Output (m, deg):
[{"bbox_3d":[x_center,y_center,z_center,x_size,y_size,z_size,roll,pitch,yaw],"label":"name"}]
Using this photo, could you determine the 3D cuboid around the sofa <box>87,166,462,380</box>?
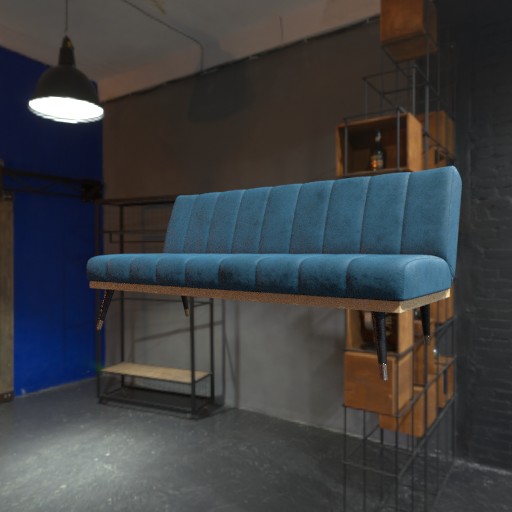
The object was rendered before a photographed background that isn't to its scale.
[{"bbox_3d":[0.000,0.000,2.295,1.810,0.825,0.830,0,1,36],"label":"sofa"}]
